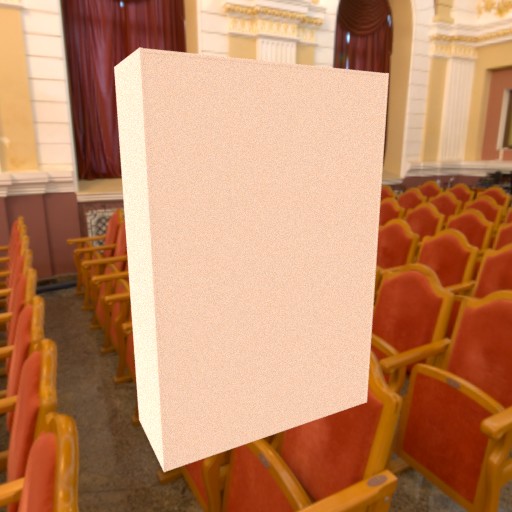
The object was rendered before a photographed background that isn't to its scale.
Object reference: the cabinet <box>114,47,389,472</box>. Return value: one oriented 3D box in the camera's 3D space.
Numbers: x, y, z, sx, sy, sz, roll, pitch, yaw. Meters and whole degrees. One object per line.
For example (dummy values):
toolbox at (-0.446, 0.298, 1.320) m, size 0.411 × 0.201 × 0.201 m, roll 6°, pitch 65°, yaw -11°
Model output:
cabinet at (0.000, 0.000, 2.446) m, size 1.290 × 1.910 × 0.510 m, roll -7°, pitch 16°, yaw -27°
